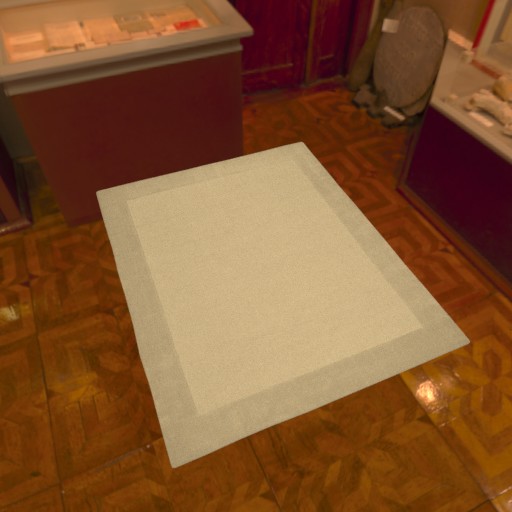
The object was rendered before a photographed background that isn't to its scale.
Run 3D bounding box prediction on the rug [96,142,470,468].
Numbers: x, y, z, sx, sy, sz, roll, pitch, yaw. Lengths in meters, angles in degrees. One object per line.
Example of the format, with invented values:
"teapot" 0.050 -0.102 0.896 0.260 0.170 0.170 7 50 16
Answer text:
"rug" 0.000 0.000 4.077 2.430 0.018 2.976 -17 51 -15
